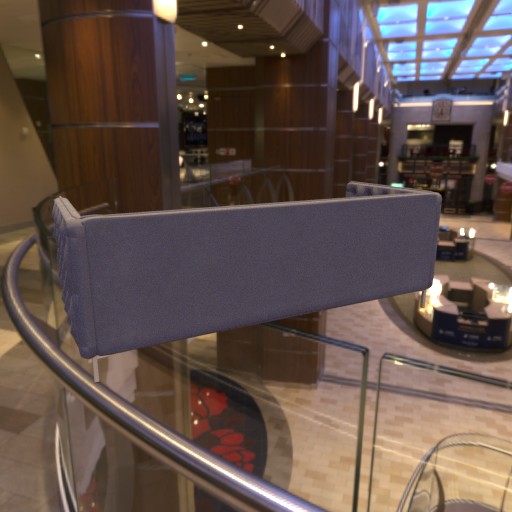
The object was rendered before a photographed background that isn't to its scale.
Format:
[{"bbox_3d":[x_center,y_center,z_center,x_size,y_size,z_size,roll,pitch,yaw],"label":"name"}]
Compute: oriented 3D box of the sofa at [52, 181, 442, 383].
[{"bbox_3d":[0.000,0.000,2.729,2.209,0.771,0.895,-7,16,-26],"label":"sofa"}]
